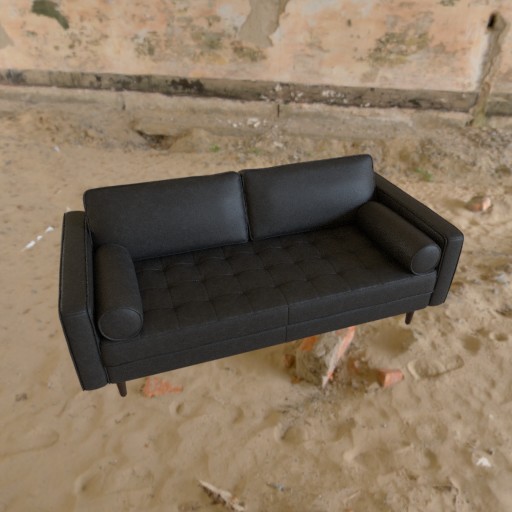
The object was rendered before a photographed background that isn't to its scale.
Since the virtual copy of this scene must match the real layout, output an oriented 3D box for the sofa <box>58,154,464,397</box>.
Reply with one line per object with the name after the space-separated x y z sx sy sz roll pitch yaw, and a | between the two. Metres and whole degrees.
0.000 0.000 2.335 1.879 0.770 0.921 -10 34 -16 | sofa
